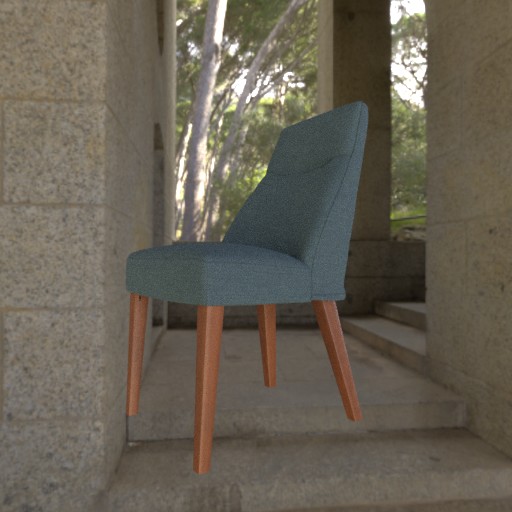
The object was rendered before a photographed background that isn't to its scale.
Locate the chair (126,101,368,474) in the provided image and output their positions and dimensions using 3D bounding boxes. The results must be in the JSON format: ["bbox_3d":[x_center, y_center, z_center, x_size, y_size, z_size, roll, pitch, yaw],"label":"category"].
[{"bbox_3d":[0.000,0.000,1.300,0.620,0.930,0.500,0,0,-36],"label":"chair"}]
